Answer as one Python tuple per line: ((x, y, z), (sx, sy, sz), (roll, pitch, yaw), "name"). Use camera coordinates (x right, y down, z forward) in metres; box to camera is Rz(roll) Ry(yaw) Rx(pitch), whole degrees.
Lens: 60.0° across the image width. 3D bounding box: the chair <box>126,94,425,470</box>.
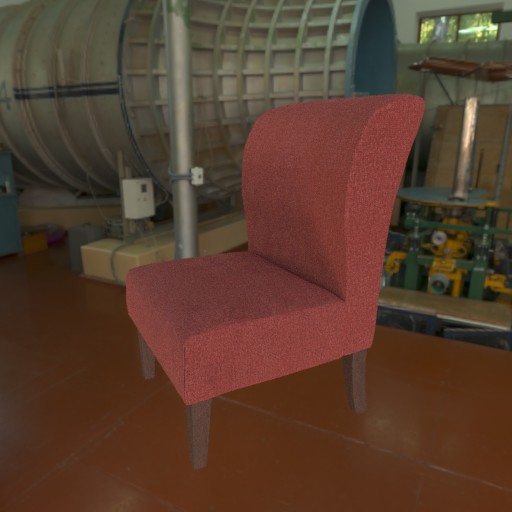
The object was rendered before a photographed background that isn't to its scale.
((0.000, 0.000, 1.234), (0.640, 0.846, 0.538), (-8, 18, -27), "chair")
